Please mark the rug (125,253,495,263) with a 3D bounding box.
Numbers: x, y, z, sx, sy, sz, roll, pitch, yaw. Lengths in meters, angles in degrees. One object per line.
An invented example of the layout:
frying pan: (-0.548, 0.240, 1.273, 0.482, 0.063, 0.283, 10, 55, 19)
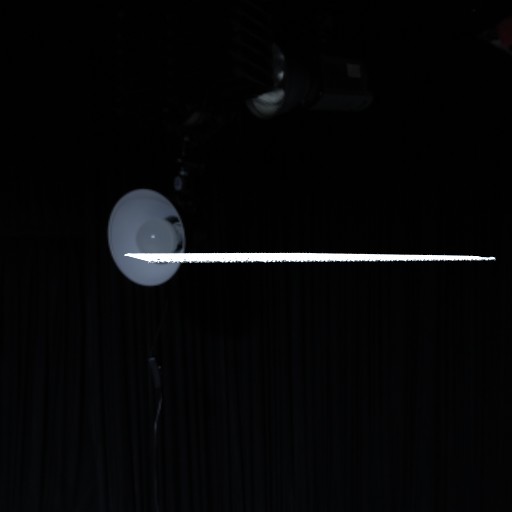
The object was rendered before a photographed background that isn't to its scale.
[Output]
rug: (0.000, 0.000, 2.294, 1.243, 0.013, 1.872, 0, 1, -19)
